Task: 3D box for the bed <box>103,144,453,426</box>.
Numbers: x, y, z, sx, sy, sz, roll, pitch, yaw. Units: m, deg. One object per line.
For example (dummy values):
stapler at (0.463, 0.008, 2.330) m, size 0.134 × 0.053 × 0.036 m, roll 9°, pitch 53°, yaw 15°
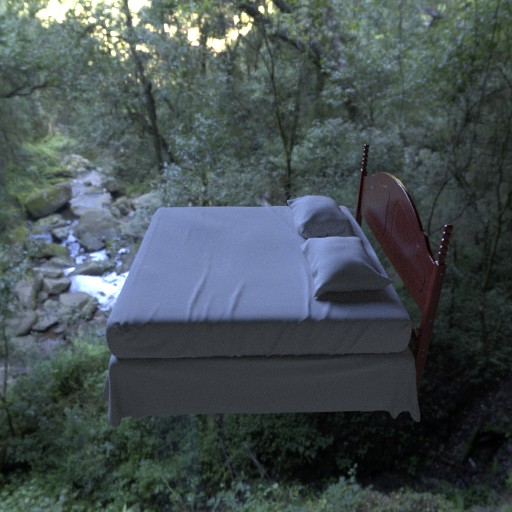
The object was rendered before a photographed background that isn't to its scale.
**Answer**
bed at (0.000, 0.000, 3.623) m, size 2.219 × 1.355 × 2.322 m, roll -1°, pitch 28°, yaw -2°
